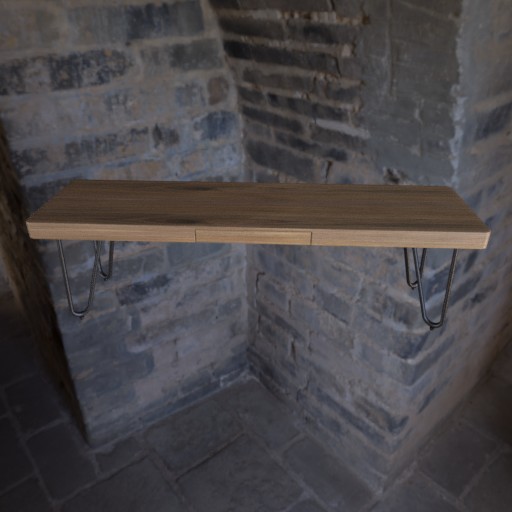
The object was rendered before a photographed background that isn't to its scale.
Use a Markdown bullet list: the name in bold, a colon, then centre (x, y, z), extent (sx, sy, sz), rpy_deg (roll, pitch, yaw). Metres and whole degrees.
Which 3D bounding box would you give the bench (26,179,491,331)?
- **bench**: centre (0.000, 0.000, 1.773), extent (1.570, 0.462, 0.425), rpy_deg (1, 30, 2)
